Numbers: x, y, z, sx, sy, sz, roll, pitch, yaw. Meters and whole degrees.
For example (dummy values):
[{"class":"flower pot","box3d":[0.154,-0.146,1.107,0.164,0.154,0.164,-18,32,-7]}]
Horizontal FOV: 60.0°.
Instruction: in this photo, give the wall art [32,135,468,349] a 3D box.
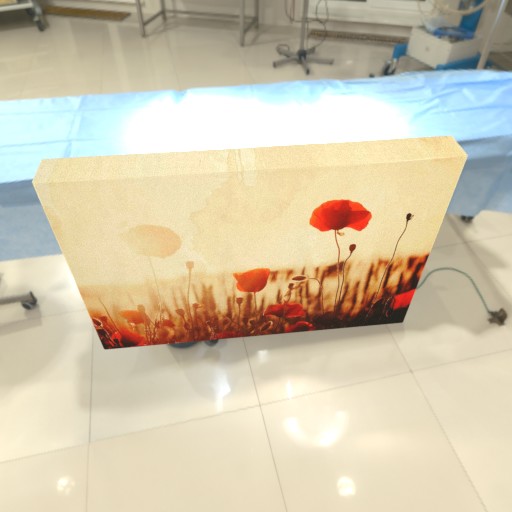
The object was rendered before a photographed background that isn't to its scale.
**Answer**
[{"class":"wall art","box3d":[0.000,0.000,0.487,0.383,0.251,0.037,-4,45,-4]}]
